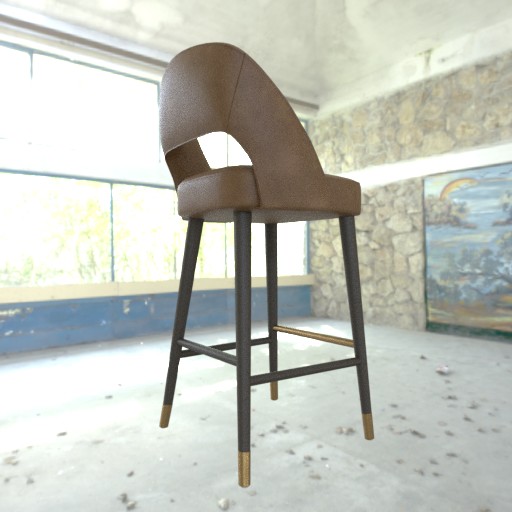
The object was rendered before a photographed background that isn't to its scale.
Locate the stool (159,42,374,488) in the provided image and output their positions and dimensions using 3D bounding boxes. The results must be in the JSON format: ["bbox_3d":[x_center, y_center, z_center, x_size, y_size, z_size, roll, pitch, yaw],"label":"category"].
[{"bbox_3d":[0.000,0.000,1.283,0.509,1.037,0.494,0,0,-37],"label":"stool"}]
